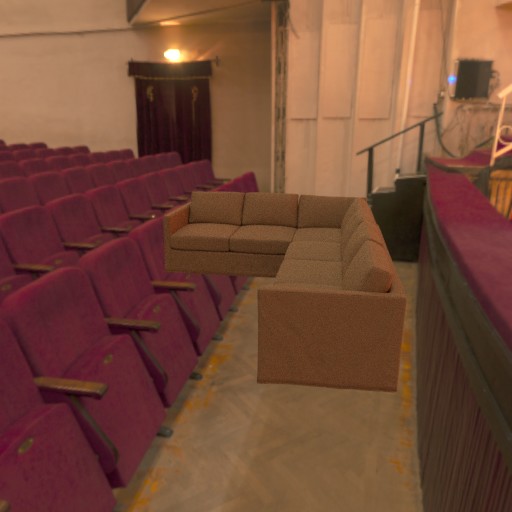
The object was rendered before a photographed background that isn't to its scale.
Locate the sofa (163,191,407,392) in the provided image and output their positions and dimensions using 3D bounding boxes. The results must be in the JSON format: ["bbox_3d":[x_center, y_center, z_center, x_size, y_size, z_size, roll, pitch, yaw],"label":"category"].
[{"bbox_3d":[0.000,0.000,4.444,2.432,0.871,3.182,3,17,10],"label":"sofa"}]
